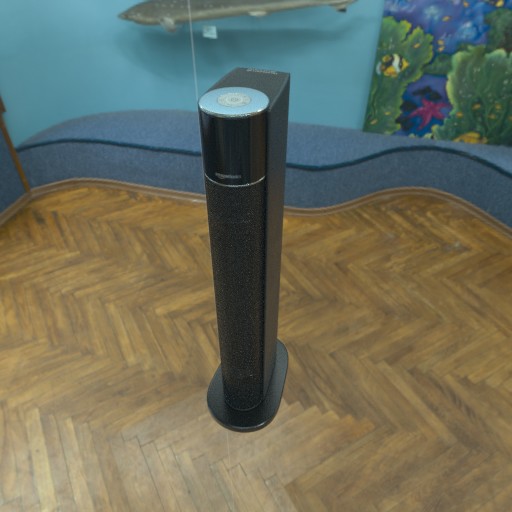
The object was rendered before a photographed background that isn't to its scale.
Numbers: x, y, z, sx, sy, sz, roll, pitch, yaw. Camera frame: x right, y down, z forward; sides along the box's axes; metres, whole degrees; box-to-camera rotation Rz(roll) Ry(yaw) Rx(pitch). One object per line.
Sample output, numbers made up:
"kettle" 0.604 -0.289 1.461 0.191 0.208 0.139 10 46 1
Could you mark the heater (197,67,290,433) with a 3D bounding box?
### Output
"heater" 0.000 0.000 1.053 0.214 0.856 0.458 12 43 13
